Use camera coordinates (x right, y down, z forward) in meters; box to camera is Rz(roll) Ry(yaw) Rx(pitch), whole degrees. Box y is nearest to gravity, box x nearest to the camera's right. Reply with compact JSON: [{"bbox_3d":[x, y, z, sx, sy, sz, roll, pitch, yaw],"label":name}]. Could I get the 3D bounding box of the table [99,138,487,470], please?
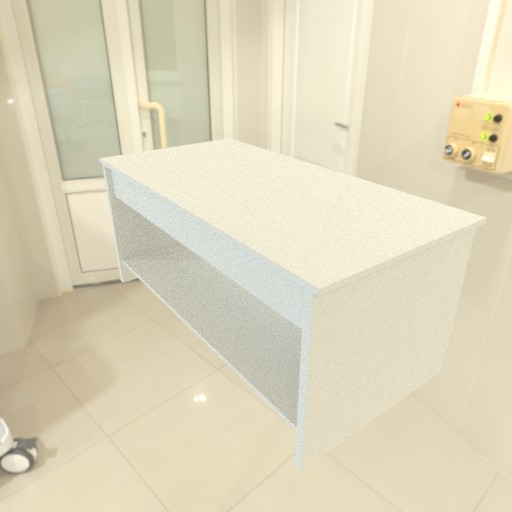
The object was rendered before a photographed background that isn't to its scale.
[{"bbox_3d":[0.000,0.000,1.282,0.500,0.441,1.000,-19,32,-32],"label":"table"}]
